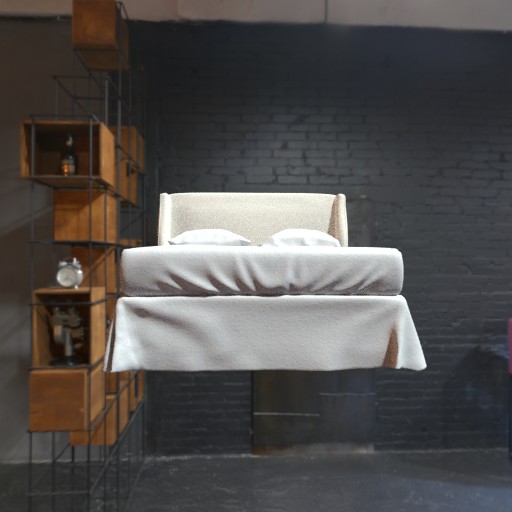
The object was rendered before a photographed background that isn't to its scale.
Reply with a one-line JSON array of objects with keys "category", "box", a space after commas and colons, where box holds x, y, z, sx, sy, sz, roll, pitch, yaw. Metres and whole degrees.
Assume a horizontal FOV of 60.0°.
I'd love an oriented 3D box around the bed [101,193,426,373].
[{"category": "bed", "box": [0.000, 0.000, 3.540, 1.925, 1.332, 2.276, 0, -1, -2]}]
